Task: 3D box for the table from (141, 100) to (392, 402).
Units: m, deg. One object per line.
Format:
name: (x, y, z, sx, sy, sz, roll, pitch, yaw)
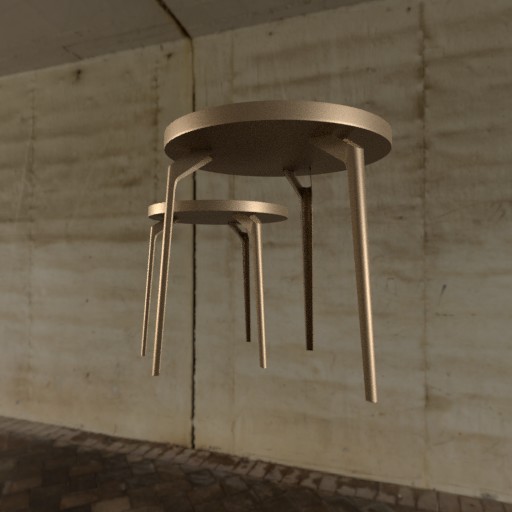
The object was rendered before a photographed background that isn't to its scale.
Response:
table: (0.000, 0.000, 1.132, 0.532, 0.555, 0.751, 1, -1, -37)
